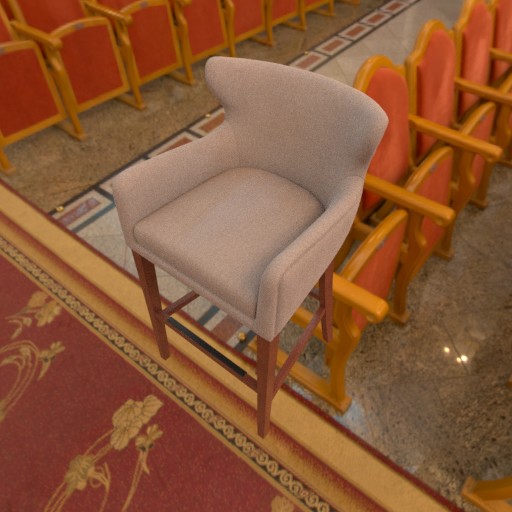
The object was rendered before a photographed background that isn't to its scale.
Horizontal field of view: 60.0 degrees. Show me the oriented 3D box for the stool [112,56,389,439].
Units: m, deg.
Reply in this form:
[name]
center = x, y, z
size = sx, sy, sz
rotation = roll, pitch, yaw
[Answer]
[stool]
center = 0.000, 0.000, 1.437
size = 0.575, 1.047, 0.575
rotation = 30, 53, 26
